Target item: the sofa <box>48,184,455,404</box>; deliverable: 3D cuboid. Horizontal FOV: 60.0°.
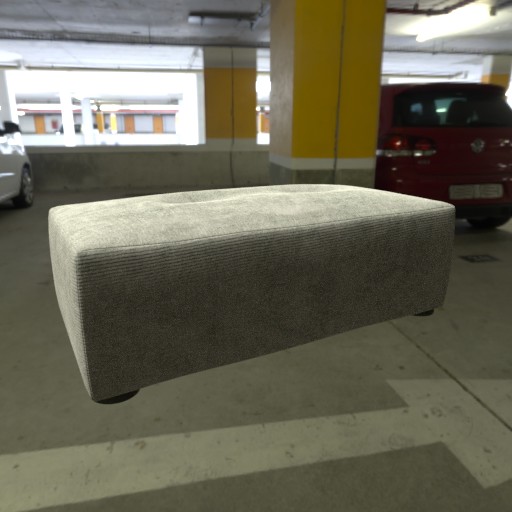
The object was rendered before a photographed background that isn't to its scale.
[{"bbox_3d":[0.000,0.000,1.137,0.930,0.330,0.480,-9,18,-28],"label":"sofa"}]
